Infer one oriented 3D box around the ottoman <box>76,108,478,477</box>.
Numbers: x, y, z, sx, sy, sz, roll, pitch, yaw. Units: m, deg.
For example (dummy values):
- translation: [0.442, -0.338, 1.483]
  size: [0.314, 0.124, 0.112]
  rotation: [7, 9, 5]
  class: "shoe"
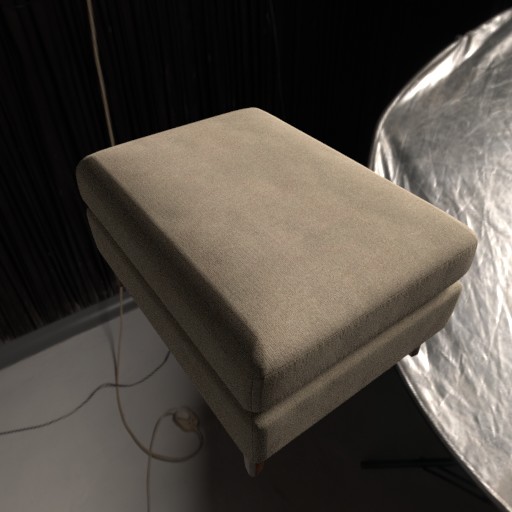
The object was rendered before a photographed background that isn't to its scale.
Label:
- translation: [0.000, 0.000, 1.161]
  size: [0.610, 0.478, 0.823]
  rotation: [-26, 47, -26]
  class: "ottoman"
